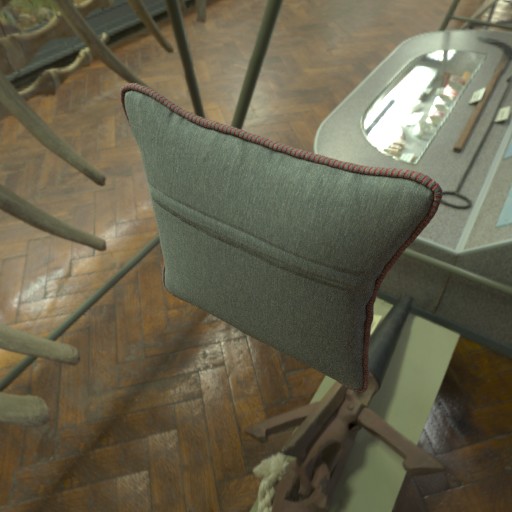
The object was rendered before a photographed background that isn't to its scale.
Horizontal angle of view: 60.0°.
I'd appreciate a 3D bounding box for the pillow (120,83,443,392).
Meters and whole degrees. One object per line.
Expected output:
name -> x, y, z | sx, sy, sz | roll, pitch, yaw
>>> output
pillow -> 0.000, 0.000, 0.738 | 0.482, 0.491, 0.124 | 24, 51, 21
